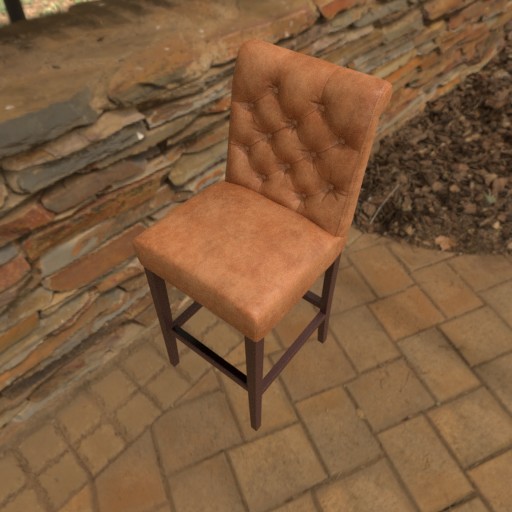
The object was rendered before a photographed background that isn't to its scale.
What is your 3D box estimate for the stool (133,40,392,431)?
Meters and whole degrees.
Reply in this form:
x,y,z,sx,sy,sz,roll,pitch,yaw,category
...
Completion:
x,y,z,sx,sy,sz,roll,pitch,yaw,category
0.000,0.000,1.478,0.493,1.140,0.601,30,54,25,stool
